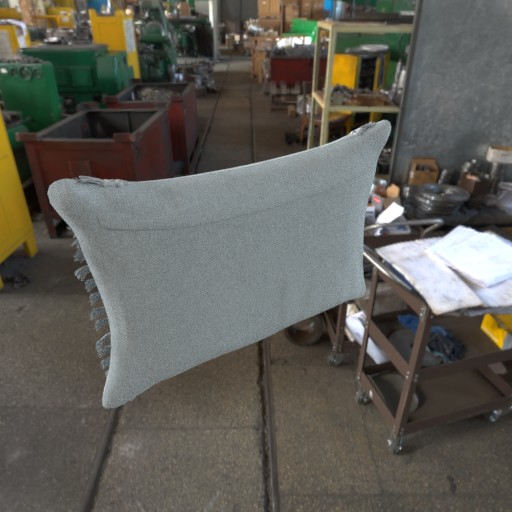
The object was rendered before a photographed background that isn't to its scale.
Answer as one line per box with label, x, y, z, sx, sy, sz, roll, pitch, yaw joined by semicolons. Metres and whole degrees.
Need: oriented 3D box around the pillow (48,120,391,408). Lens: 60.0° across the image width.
pillow;0.000;0.000;0.593;0.466;0.305;0.084;-19;35;-29
